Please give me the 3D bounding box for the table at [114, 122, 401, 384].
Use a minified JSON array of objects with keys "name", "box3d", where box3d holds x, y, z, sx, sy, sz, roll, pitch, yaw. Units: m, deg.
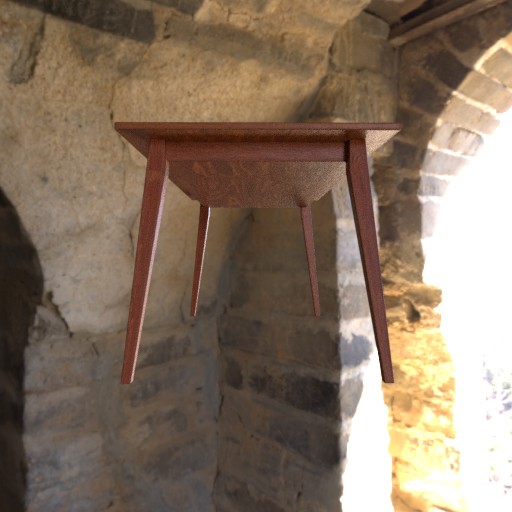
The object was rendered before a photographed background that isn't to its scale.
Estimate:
[{"name":"table","box3d":[0.000,0.000,2.051,0.811,0.755,1.609,0,0,0]}]
